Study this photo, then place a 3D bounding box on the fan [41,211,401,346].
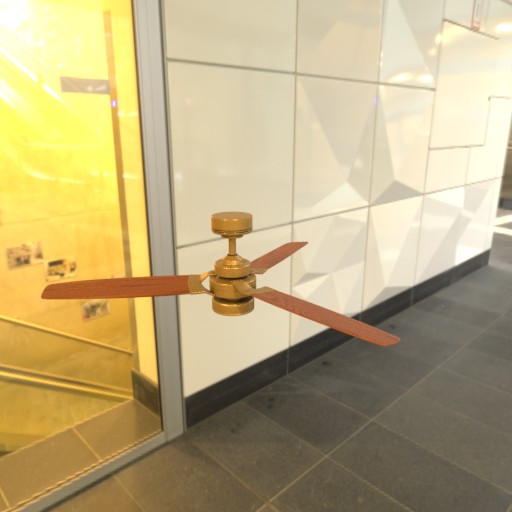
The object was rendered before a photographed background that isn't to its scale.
[{"bbox_3d":[0.000,0.000,2.025,1.416,0.425,1.271,8,18,26],"label":"fan"}]
